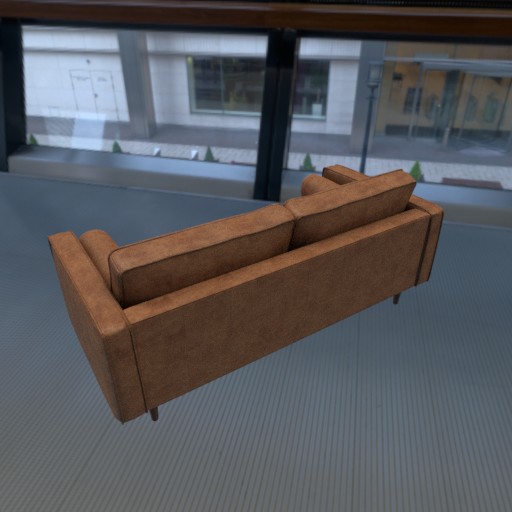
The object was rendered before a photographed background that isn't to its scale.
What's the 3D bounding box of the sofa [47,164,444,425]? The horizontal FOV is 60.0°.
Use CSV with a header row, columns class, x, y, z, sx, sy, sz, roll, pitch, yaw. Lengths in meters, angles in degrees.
class,x,y,z,sx,sy,sz,roll,pitch,yaw
sofa,0.000,0.000,2.413,1.920,0.825,0.924,-19,36,-28
